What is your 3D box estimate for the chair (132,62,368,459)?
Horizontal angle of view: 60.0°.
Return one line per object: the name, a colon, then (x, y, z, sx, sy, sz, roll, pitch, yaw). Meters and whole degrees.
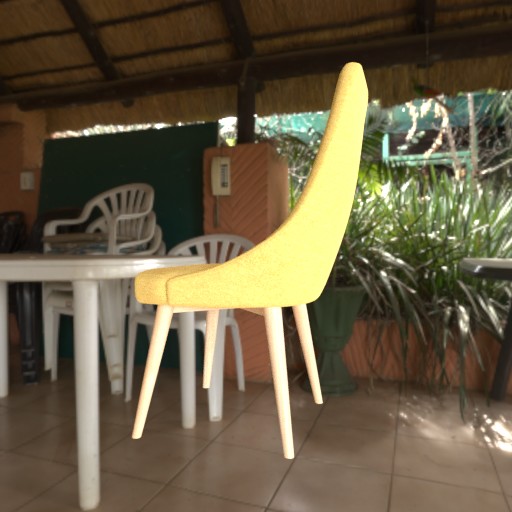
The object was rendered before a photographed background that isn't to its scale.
chair: (0.000, 0.000, 1.384, 0.660, 1.040, 0.510, 0, 2, 19)
